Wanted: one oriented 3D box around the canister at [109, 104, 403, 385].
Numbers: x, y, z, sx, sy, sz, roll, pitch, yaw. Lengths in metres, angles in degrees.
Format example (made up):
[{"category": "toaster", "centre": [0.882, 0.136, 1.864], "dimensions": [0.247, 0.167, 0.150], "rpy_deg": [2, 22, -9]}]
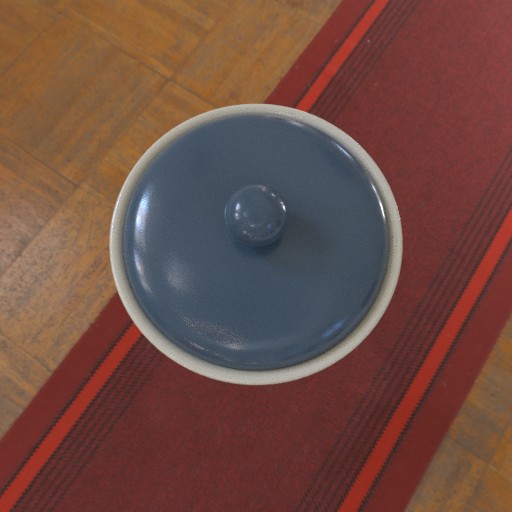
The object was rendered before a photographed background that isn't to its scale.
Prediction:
[{"category": "canister", "centre": [0.000, 0.000, 0.332], "dimensions": [0.182, 0.208, 0.182], "rpy_deg": [0, 76, 0]}]
